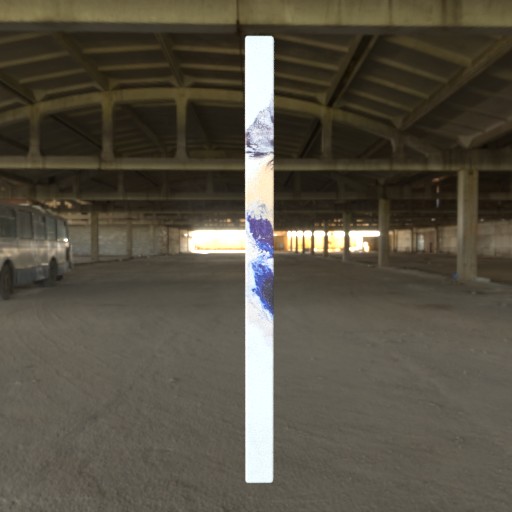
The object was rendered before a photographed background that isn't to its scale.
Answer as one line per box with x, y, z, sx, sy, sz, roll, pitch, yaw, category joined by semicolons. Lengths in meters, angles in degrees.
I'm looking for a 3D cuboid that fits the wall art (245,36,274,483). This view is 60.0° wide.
0.000;0.000;0.905;0.039;0.609;0.609;0;2;-1;wall art
